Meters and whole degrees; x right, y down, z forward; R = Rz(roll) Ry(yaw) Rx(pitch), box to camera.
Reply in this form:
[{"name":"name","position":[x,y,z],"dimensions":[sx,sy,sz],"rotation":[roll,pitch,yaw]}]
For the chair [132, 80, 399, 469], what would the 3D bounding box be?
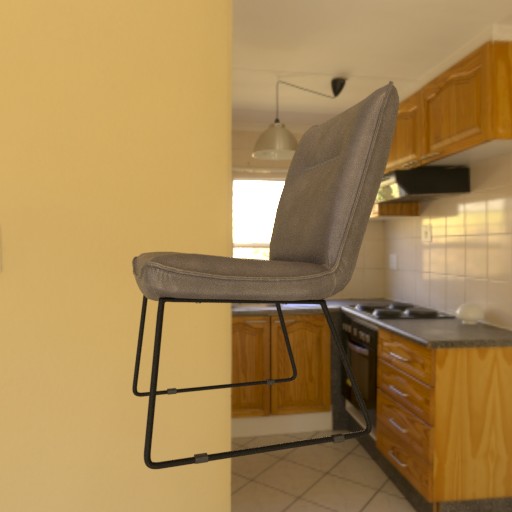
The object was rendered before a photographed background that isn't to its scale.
[{"name":"chair","position":[0.000,0.000,1.305],"dimensions":[0.688,0.932,0.515],"rotation":[0,1,-18]}]
